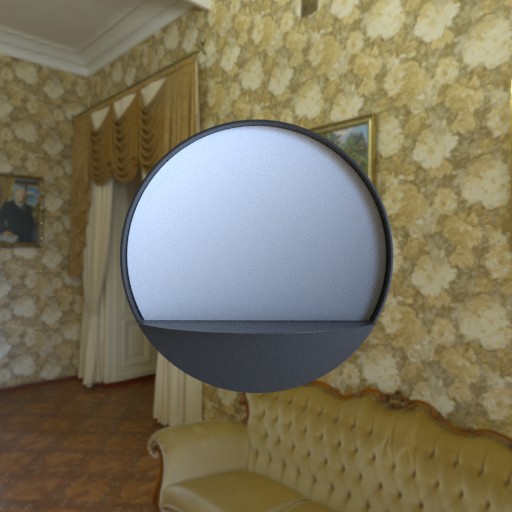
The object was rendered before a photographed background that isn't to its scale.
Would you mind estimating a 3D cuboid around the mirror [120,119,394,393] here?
[{"bbox_3d":[0.000,0.000,0.703,0.457,0.457,0.133,0,0,1],"label":"mirror"}]
